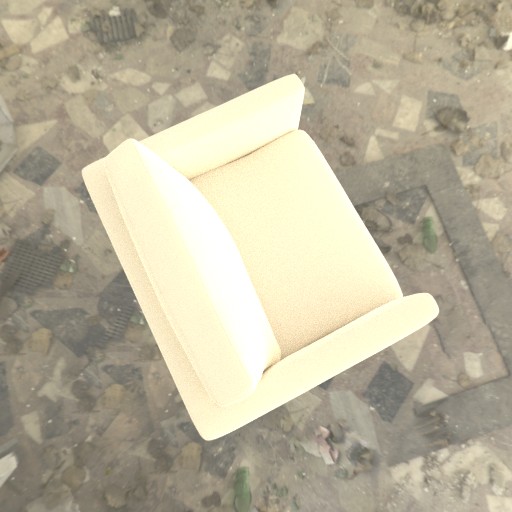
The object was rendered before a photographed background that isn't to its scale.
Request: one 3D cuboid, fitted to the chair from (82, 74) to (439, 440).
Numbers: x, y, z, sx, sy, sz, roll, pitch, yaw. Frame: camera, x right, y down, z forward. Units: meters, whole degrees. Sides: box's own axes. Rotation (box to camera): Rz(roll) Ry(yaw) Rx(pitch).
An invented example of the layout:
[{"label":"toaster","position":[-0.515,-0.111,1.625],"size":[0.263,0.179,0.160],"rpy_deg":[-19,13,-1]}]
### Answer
[{"label":"chair","position":[0.000,0.000,1.705],"size":[0.878,0.885,1.019],"rpy_deg":[-27,78,-6]}]
